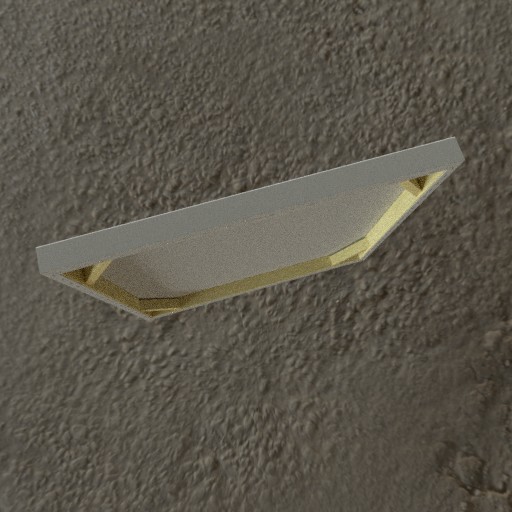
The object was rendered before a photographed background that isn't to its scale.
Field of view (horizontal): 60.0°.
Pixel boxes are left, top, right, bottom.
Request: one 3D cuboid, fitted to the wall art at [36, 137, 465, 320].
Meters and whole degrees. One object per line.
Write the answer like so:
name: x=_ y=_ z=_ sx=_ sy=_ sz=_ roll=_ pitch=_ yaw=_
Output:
wall art: x=0.000 y=0.000 z=0.912 sx=0.610 sy=0.610 sz=0.038 roll=-15 pitch=76 yaw=-4
